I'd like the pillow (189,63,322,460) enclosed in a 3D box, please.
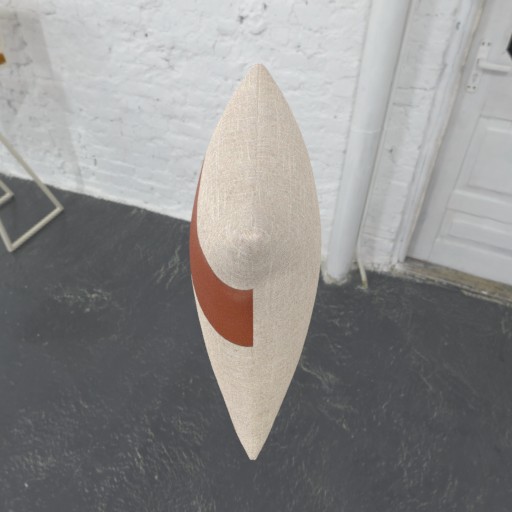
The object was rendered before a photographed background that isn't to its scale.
[{"bbox_3d":[0.000,0.000,0.628,0.173,0.399,0.414,1,41,1],"label":"pillow"}]
